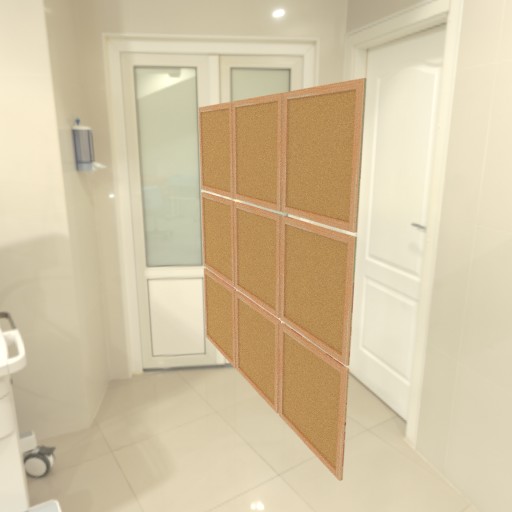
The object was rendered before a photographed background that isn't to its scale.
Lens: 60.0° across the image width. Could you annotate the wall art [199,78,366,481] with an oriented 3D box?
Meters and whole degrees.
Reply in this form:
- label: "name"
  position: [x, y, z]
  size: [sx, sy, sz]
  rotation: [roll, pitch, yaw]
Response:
- label: "wall art"
  position: [0.000, 0.000, 1.804]
  size: [0.013, 1.220, 1.216]
  rotation: [-7, 16, -26]
